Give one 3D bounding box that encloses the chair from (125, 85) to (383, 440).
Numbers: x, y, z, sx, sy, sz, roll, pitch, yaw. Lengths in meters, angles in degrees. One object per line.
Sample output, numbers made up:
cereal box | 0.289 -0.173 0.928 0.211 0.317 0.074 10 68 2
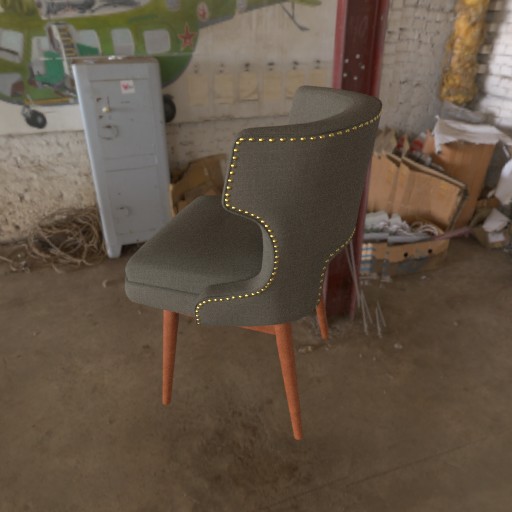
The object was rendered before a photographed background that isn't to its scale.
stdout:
chair | 0.000 0.000 1.255 0.581 0.863 0.595 9 31 15
